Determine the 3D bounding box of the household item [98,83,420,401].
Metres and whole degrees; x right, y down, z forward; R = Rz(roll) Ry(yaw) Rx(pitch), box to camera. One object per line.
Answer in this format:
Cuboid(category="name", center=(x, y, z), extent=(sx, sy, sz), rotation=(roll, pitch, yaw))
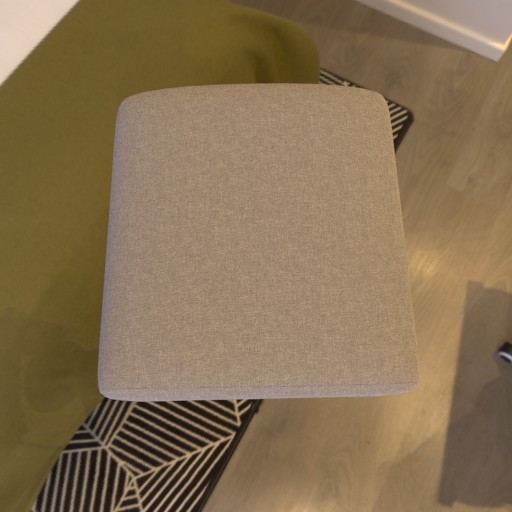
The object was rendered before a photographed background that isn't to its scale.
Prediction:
Cuboid(category="household item", center=(0.000, 0.000, 0.863), extent=(0.530, 0.410, 0.530), rotation=(-1, 74, 0))
